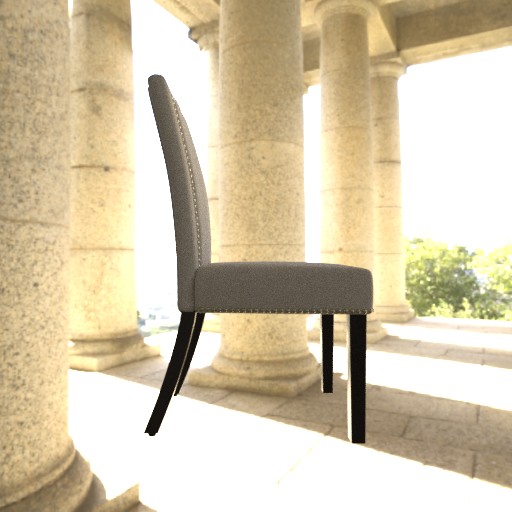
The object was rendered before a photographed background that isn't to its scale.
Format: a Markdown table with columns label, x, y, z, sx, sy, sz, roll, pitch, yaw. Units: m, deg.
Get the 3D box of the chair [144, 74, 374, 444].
| label | x | y | z | sx | sy | sz | roll | pitch | yaw |
| --- | --- | --- | --- | --- | --- | --- | --- | --- | --- |
| chair | 0.000 | 0.000 | 1.345 | 0.589 | 0.946 | 0.518 | 0 | -1 | -1 |
